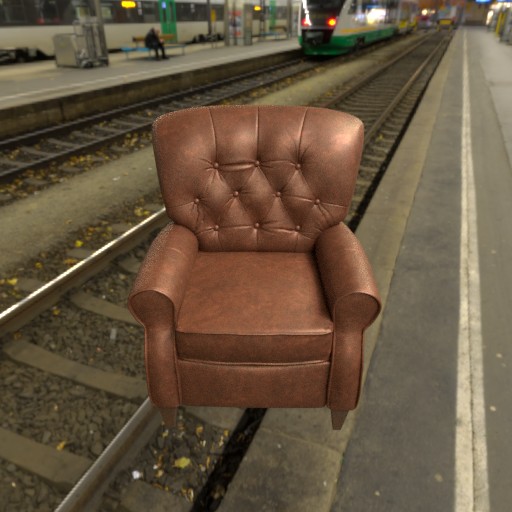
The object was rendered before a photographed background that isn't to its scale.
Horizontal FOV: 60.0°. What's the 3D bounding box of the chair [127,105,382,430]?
[{"bbox_3d":[0.000,0.000,1.984,0.979,1.162,1.031,1,29,1],"label":"chair"}]
